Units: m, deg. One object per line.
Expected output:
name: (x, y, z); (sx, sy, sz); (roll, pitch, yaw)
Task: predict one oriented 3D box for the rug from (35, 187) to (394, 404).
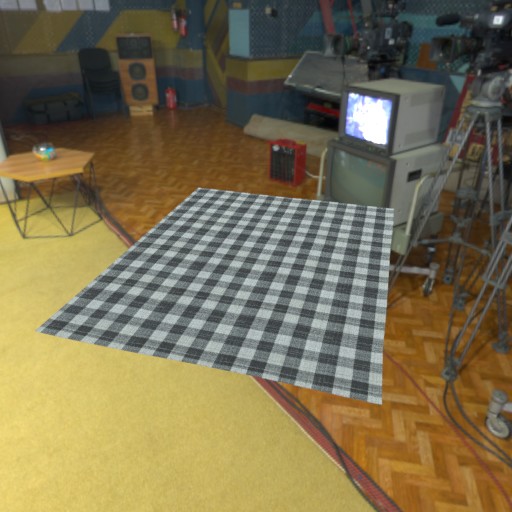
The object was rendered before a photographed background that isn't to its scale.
rug: (0.000, 0.000, 4.149); (2.432, 0.013, 3.021); (8, 30, 14)
